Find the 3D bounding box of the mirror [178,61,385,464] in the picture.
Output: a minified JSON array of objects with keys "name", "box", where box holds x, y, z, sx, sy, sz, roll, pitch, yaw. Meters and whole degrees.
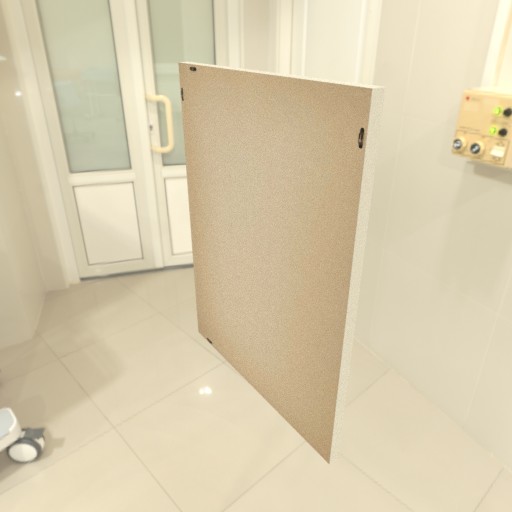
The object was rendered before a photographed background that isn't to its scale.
[{"name":"mirror","box":[0.000,0.000,1.317,0.041,1.016,0.762,-19,33,-31]}]
